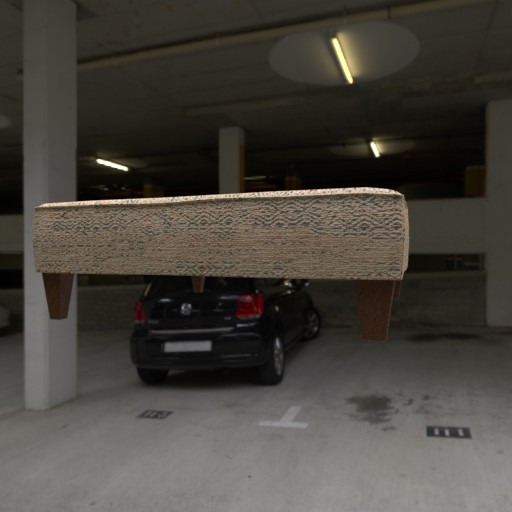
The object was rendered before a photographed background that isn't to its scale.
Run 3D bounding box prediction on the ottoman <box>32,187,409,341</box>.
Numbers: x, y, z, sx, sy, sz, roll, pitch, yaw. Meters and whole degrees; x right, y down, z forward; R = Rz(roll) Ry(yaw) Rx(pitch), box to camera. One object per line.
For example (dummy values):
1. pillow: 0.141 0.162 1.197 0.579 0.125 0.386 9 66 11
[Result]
1. ottoman: 0.000 0.000 1.535 1.004 0.356 0.968 0 1 20
